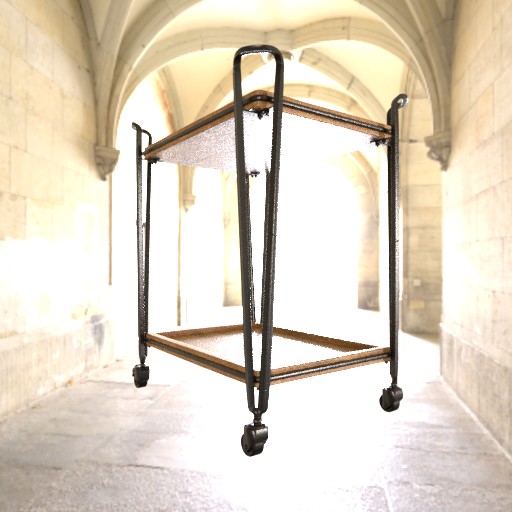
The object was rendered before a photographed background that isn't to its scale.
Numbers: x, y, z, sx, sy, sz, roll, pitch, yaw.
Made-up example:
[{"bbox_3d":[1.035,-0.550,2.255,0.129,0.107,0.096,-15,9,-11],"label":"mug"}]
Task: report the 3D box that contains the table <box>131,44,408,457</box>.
[{"bbox_3d":[0.000,0.000,1.222,0.505,0.785,0.672,0,-1,-36],"label":"table"}]
